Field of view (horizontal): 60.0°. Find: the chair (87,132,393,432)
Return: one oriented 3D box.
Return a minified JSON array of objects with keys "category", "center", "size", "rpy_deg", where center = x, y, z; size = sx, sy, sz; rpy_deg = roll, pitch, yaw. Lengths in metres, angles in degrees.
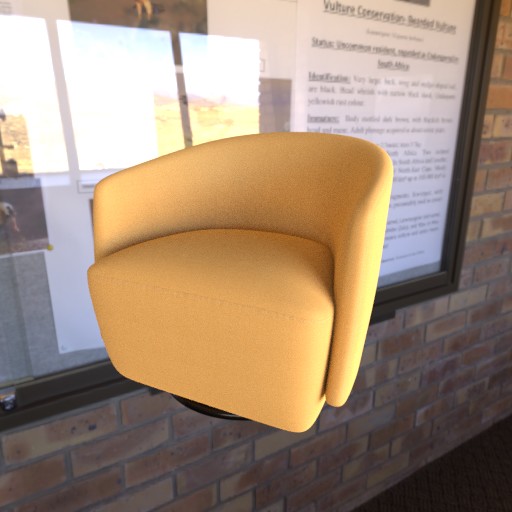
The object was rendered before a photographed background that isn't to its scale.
[{"category":"chair","center":[0.000,0.000,1.329],"size":[0.773,0.698,0.767],"rpy_deg":[9,19,25]}]
